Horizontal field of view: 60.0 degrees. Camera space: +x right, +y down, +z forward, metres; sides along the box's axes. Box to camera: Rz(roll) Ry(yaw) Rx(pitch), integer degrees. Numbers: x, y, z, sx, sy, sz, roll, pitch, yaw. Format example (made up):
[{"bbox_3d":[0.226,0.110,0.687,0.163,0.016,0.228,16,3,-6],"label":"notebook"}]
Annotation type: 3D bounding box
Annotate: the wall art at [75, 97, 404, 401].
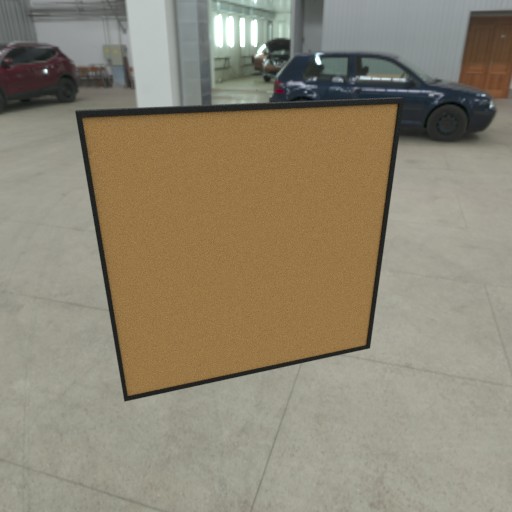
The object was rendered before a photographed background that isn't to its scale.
[{"bbox_3d":[0.000,0.000,0.698,0.458,0.457,0.013,-8,27,-16],"label":"wall art"}]
